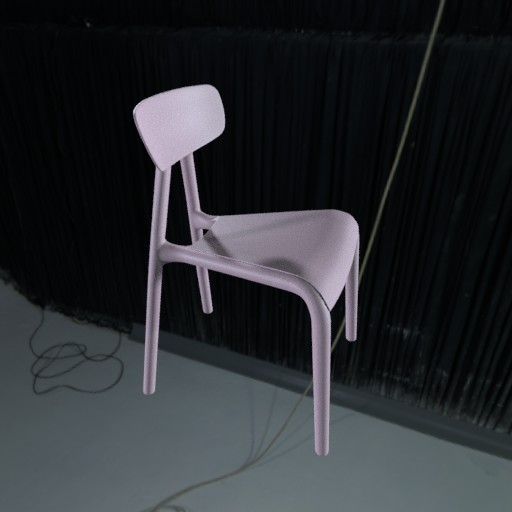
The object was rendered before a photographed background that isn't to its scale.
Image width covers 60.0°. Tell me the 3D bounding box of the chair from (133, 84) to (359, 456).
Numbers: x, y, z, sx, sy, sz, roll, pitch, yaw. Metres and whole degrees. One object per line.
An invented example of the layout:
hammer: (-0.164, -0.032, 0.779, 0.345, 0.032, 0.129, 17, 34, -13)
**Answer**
chair: (0.000, 0.000, 0.863, 0.401, 0.580, 0.356, 10, 32, 17)
